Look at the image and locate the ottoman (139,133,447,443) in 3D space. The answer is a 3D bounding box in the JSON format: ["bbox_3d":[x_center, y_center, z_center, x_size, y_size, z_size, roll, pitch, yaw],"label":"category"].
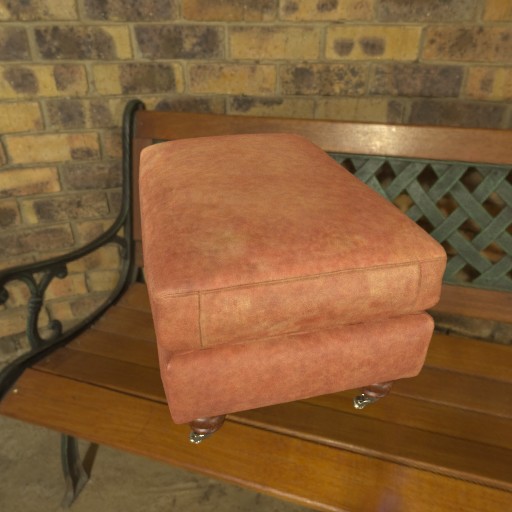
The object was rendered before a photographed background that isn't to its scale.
[{"bbox_3d":[0.000,0.000,1.183,0.565,0.507,0.852,-7,31,-12],"label":"ottoman"}]
